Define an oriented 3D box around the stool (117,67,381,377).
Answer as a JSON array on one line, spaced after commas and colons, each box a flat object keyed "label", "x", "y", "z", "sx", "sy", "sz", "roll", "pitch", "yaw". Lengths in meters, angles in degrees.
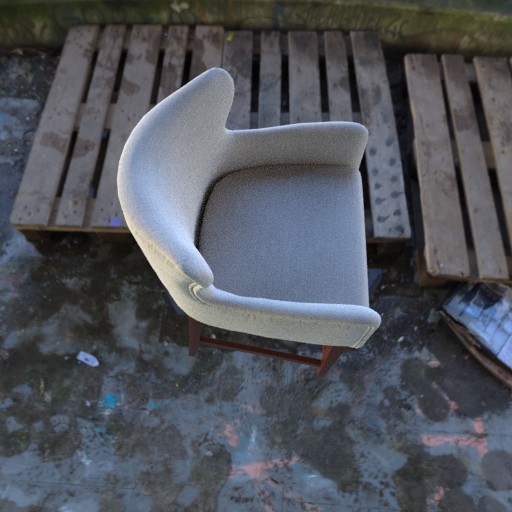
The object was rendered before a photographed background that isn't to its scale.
[{"label": "stool", "x": 0.000, "y": 0.000, "z": 1.424, "sx": 0.637, "sy": 0.987, "sz": 0.615, "roll": 3, "pitch": 64, "yaw": 1}]
